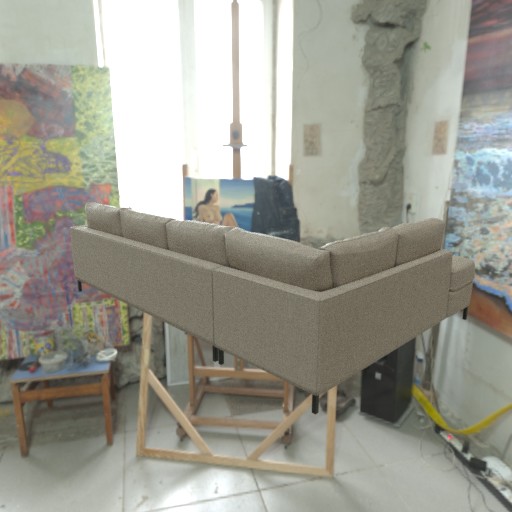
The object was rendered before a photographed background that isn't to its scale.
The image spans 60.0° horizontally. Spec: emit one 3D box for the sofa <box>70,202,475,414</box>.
[{"bbox_3d":[0.000,0.000,3.122,1.617,0.703,2.423,-13,19,-43],"label":"sofa"}]
